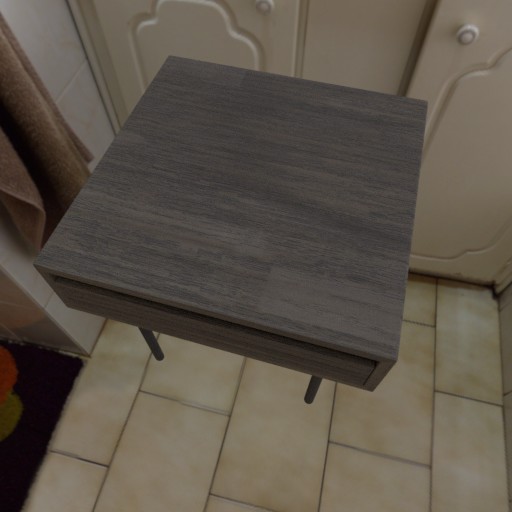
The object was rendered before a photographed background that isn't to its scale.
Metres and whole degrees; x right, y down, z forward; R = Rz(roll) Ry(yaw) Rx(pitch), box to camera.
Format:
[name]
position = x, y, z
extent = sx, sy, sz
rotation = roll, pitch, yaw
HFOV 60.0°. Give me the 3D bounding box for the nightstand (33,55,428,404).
[nightstand]
position = 0.000, 0.000, 0.912
extent = 0.502, 0.497, 0.503
rotation = 14, 58, 9
